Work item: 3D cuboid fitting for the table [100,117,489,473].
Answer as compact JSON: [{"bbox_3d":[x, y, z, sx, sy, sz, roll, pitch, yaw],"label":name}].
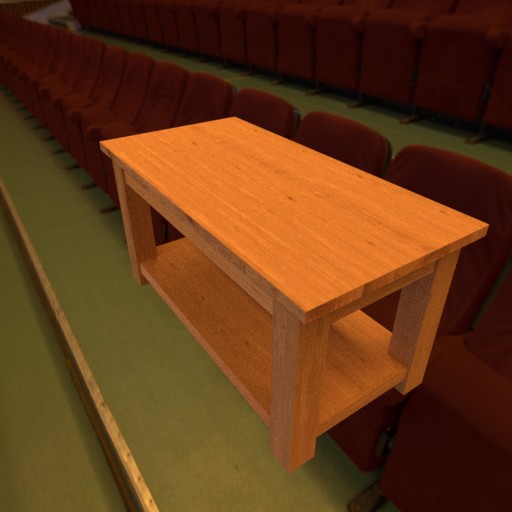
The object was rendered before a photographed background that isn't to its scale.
[{"bbox_3d":[0.000,0.000,1.162,0.450,0.452,0.899,-20,38,-29],"label":"table"}]
